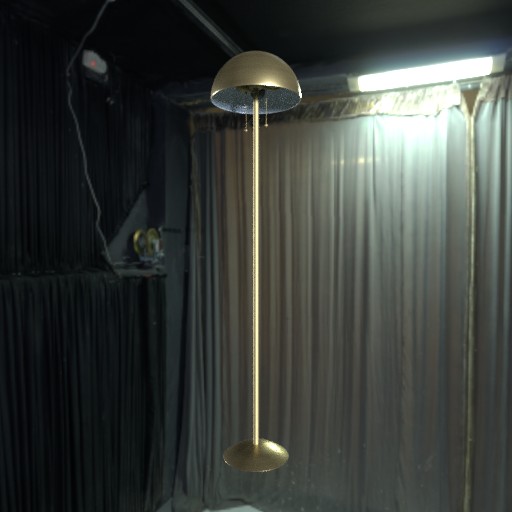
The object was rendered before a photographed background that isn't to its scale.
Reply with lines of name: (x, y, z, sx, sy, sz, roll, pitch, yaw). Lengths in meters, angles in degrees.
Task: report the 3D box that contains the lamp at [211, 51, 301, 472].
lamp: (0.000, 0.000, 1.629, 0.328, 1.480, 0.328, 0, 1, 17)
